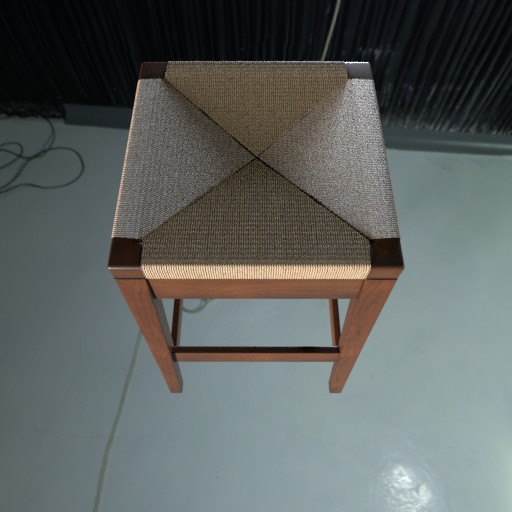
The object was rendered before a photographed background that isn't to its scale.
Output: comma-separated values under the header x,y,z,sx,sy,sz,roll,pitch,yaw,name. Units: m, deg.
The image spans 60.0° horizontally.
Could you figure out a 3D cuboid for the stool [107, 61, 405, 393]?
x,y,z,sx,sy,sz,roll,pitch,yaw,name
0.000,0.000,1.065,0.497,0.762,0.507,0,63,0,stool
